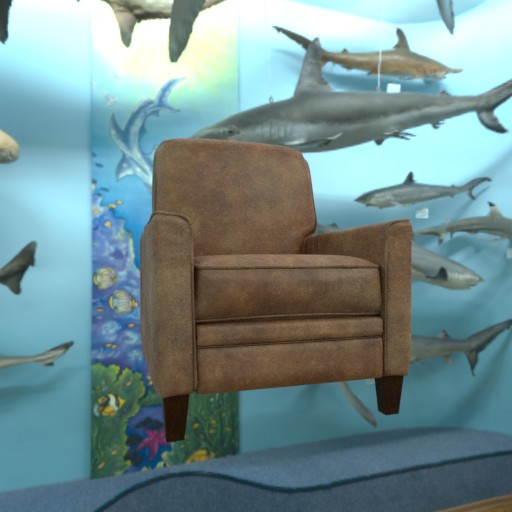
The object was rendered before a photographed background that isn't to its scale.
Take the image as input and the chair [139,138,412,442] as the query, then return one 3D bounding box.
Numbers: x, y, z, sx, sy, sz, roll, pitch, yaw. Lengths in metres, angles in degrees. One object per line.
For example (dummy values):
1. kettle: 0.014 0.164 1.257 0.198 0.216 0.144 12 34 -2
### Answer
1. chair: 0.000 0.000 1.687 0.843 1.043 0.836 0 0 -17
